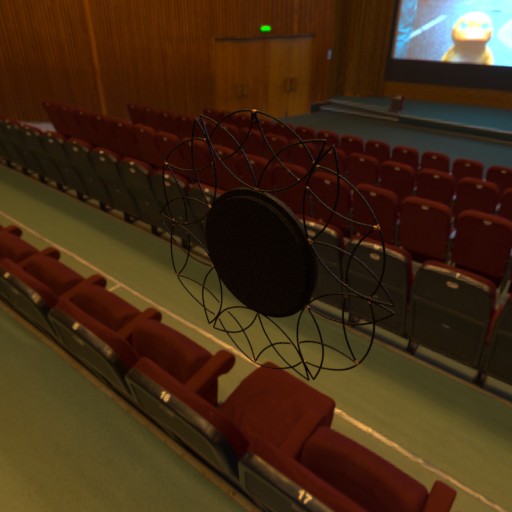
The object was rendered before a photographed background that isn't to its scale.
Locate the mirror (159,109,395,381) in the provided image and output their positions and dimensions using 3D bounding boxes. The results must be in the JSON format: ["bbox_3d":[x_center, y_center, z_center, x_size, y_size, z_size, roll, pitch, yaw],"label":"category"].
[{"bbox_3d":[0.000,0.000,1.206,0.797,0.775,0.028,22,37,33],"label":"mirror"}]
